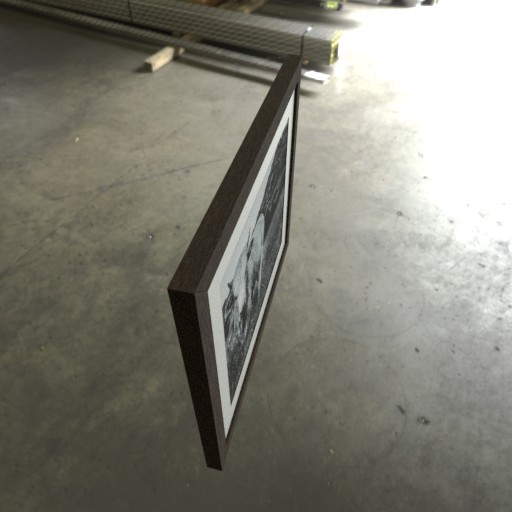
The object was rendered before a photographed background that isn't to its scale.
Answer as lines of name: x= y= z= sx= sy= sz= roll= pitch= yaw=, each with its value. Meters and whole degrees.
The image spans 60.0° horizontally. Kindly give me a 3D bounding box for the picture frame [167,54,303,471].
picture frame: x=0.000 y=0.000 z=0.745 sx=0.026 sy=0.455 sz=0.546 roll=10 pitch=47 yaw=10
